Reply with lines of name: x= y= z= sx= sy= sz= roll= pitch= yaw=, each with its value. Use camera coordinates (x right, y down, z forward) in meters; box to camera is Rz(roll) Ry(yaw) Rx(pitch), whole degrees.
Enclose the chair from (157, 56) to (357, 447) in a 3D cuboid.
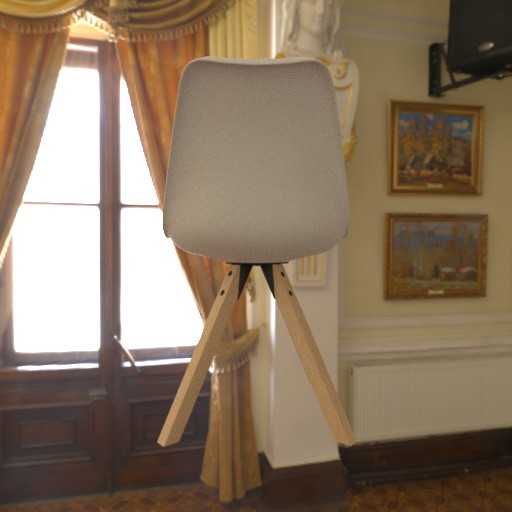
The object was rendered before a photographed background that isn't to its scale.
chair: x=0.000 y=0.000 z=1.196 sx=0.485 sy=0.850 sz=0.550 roll=0 pitch=1 yaw=-1
